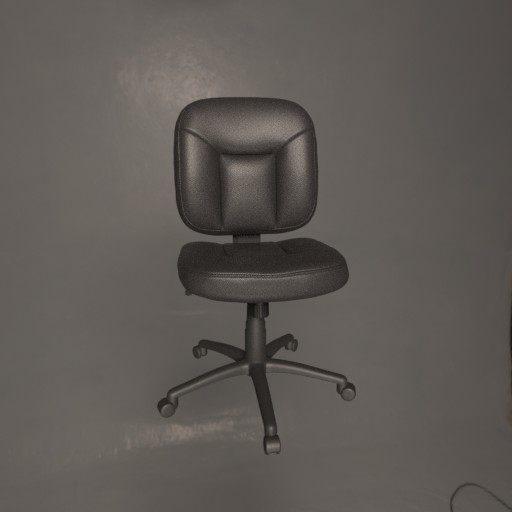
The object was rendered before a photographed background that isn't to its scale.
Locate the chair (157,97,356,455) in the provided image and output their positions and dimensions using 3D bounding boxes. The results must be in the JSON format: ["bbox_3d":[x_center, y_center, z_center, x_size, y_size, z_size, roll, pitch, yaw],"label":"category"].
[{"bbox_3d":[0.000,0.000,1.374,0.647,0.959,0.646,-2,17,-8],"label":"chair"}]
